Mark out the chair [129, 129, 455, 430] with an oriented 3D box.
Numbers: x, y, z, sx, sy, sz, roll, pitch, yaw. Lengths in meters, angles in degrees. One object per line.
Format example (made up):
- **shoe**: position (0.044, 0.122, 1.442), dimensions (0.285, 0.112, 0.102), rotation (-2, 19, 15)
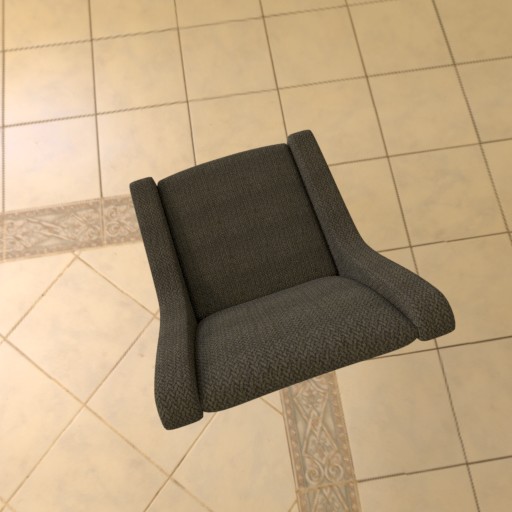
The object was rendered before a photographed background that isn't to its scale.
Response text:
- **chair**: position (0.000, 0.000, 1.680), dimensions (0.793, 1.012, 0.944), rotation (-18, 76, -5)
